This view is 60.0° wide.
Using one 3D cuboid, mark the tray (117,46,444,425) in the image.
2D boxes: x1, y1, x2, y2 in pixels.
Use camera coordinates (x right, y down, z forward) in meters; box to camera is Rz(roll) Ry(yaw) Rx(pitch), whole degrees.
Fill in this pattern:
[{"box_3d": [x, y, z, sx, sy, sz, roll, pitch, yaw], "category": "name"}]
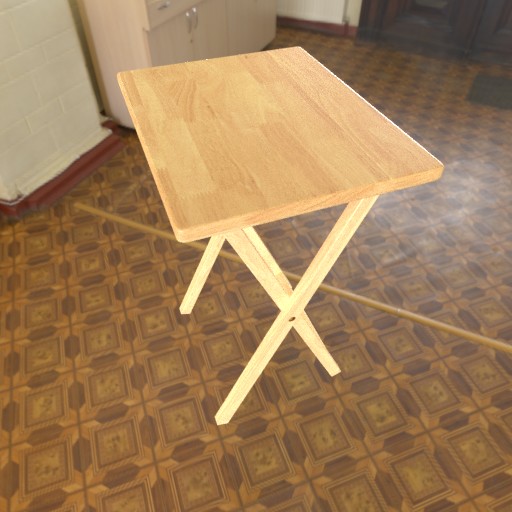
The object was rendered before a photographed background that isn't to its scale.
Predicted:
[{"box_3d": [0.000, 0.000, 0.953, 0.381, 0.660, 0.483, -15, 47, -15], "category": "tray"}]
